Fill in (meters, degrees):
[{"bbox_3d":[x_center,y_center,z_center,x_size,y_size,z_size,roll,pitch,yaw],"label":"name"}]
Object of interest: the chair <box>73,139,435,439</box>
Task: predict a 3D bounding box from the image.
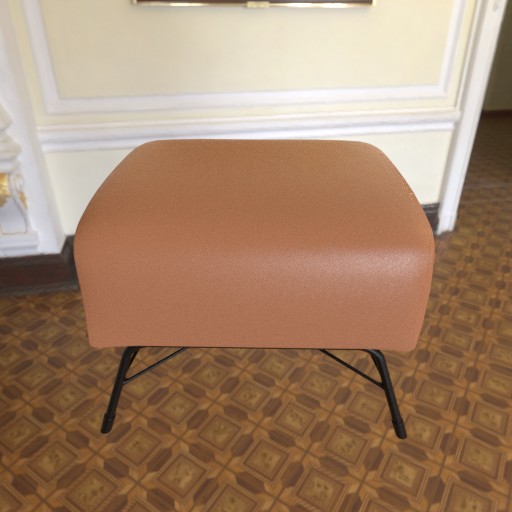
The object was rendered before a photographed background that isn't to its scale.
[{"bbox_3d":[0.000,0.000,0.887,0.530,0.410,0.530,1,30,1],"label":"chair"}]
